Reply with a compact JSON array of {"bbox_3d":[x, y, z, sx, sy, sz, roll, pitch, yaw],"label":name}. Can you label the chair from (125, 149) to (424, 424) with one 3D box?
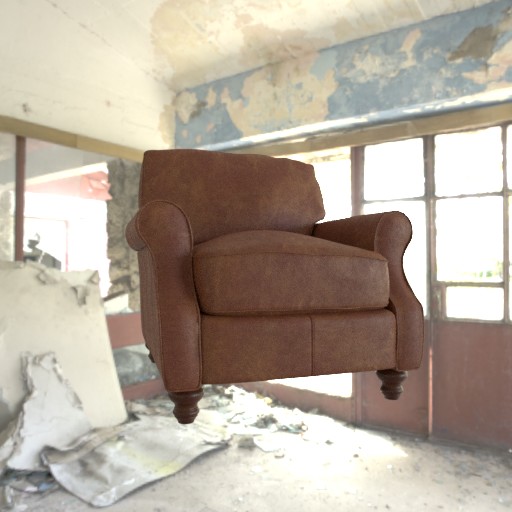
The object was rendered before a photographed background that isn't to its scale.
[{"bbox_3d":[0.000,0.000,1.754,0.983,0.962,0.986,0,-1,-19],"label":"chair"}]
